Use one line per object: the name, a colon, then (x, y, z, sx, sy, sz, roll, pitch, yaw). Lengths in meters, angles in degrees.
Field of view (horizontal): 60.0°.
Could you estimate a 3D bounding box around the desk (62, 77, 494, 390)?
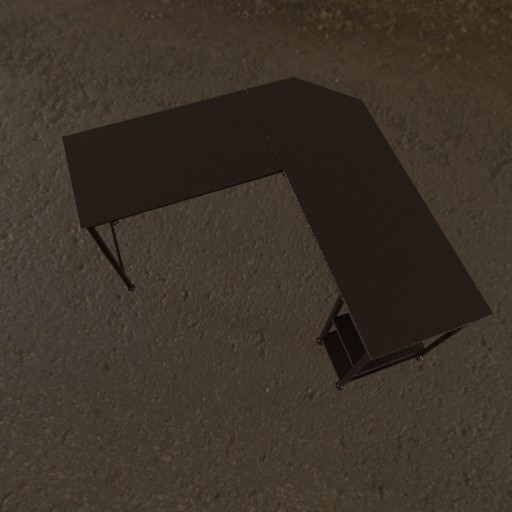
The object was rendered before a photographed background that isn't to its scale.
desk: (0.000, 0.000, 2.155, 1.379, 0.739, 1.379, -18, 65, -8)
